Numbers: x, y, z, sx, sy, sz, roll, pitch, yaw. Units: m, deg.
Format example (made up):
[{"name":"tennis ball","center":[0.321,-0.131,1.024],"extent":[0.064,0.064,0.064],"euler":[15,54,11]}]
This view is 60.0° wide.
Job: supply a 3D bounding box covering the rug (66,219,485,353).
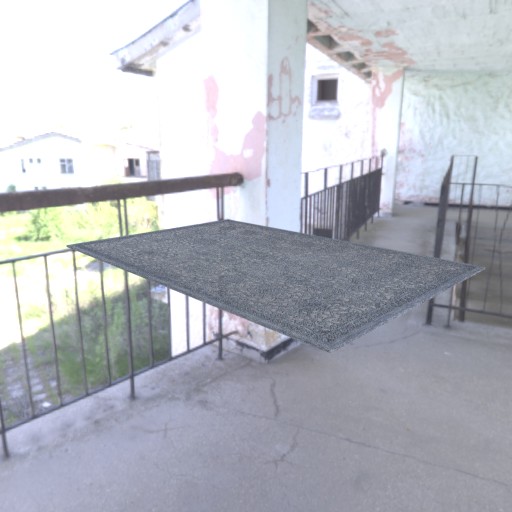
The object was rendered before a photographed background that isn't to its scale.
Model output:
[{"name":"rug","center":[0.000,0.000,2.282],"extent":[1.208,0.012,1.819],"euler":[-14,20,-43]}]
